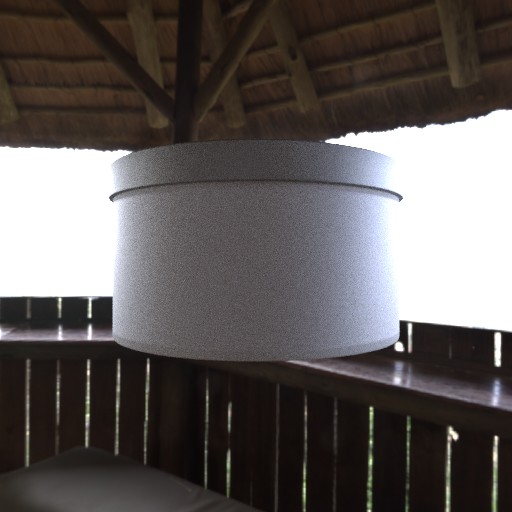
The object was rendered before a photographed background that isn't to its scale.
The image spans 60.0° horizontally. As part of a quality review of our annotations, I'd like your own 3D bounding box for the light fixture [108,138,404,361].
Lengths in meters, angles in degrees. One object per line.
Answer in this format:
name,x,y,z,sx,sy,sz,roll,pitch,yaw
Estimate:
light fixture,0.000,0.000,0.621,0.393,0.229,0.393,0,0,0
